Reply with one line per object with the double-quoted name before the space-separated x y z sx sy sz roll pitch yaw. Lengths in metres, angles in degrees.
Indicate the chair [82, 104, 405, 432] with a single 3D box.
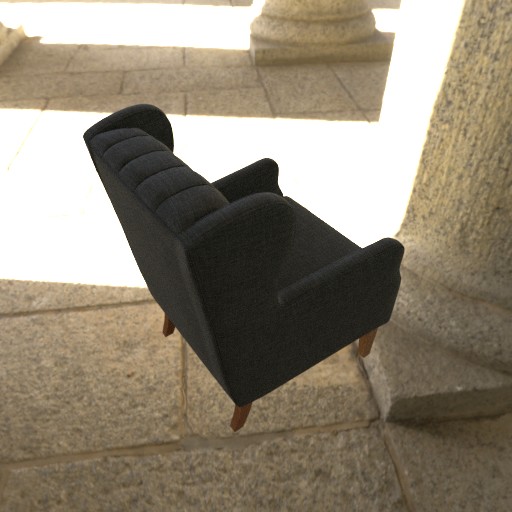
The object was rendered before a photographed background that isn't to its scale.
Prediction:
"chair" 0.000 0.000 1.513 0.775 0.953 0.711 -26 47 -26
